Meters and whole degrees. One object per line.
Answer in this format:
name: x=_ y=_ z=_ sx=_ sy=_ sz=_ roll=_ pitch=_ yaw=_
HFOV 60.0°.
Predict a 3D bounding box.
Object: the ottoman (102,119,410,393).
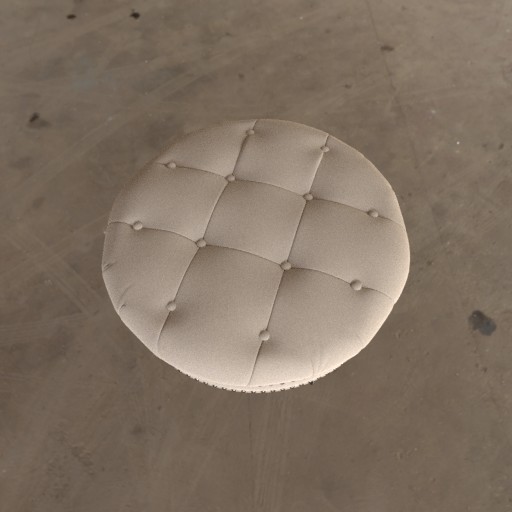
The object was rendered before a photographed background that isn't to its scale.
ottoman: x=0.000 y=0.000 z=1.418 sx=0.901 sy=0.439 sz=0.901 roll=0 pitch=58 yaw=0
